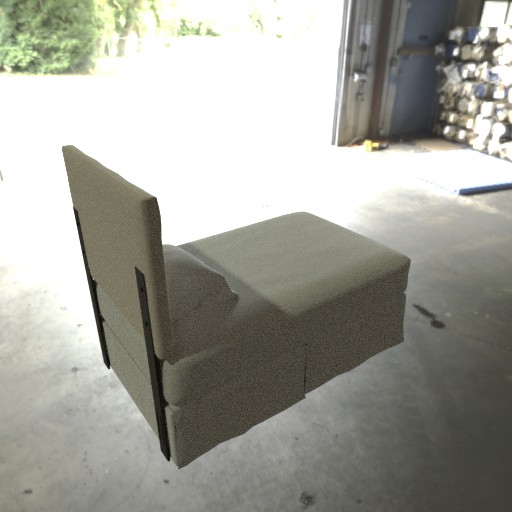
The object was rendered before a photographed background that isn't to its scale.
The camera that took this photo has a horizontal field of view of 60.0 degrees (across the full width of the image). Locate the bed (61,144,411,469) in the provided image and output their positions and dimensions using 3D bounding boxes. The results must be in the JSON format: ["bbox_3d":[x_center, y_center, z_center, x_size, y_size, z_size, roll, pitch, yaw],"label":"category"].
[{"bbox_3d":[0.000,0.000,3.018,1.997,1.571,1.261,-19,33,-32],"label":"bed"}]
